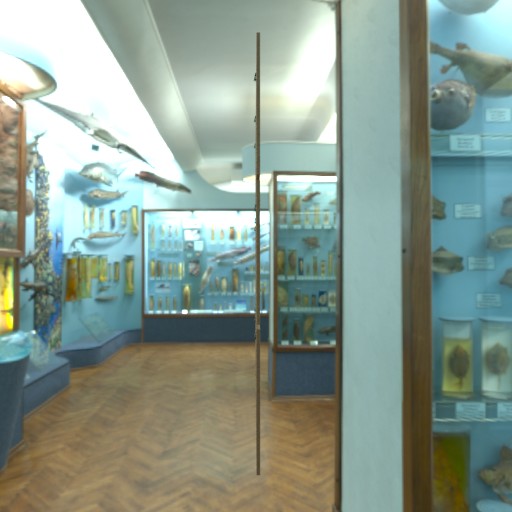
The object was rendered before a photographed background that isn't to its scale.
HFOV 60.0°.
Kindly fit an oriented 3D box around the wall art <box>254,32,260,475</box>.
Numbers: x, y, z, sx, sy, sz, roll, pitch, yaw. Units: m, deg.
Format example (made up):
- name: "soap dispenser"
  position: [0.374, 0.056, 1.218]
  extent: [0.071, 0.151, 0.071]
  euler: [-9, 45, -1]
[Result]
- name: "wall art"
  position: [0.000, 0.000, 2.285]
  extent: [0.023, 1.522, 1.526]
  euler: [0, -1, 0]
